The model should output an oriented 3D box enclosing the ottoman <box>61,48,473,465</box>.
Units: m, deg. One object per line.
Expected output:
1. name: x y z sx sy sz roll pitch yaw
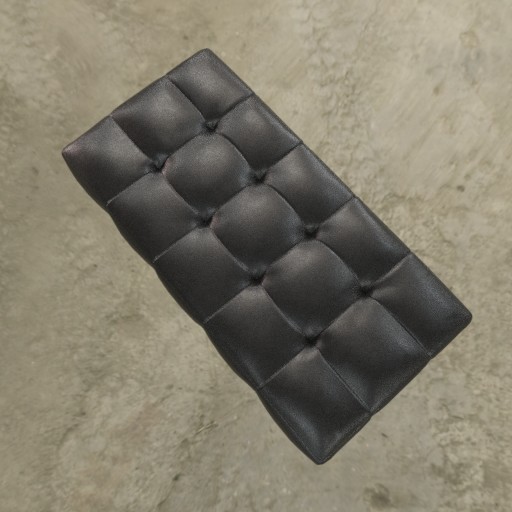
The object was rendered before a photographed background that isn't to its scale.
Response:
1. ottoman: 0.000 0.000 1.103 0.432 0.470 0.838 -40 78 -10
